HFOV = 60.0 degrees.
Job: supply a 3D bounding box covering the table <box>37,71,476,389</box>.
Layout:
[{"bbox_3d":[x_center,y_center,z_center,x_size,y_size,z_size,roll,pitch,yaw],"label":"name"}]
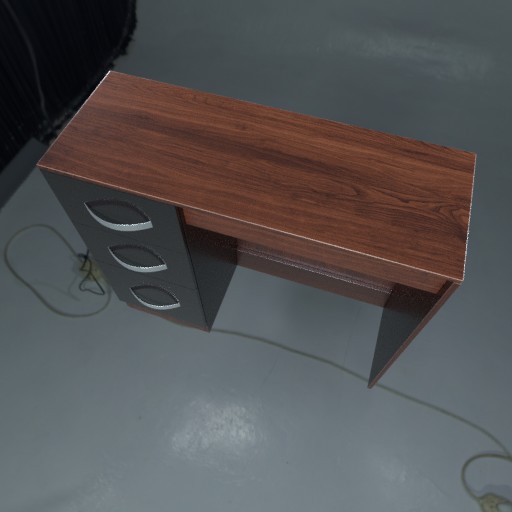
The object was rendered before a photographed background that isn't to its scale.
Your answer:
[{"bbox_3d":[0.000,0.000,1.326,0.930,0.790,0.380,16,60,9],"label":"table"}]
